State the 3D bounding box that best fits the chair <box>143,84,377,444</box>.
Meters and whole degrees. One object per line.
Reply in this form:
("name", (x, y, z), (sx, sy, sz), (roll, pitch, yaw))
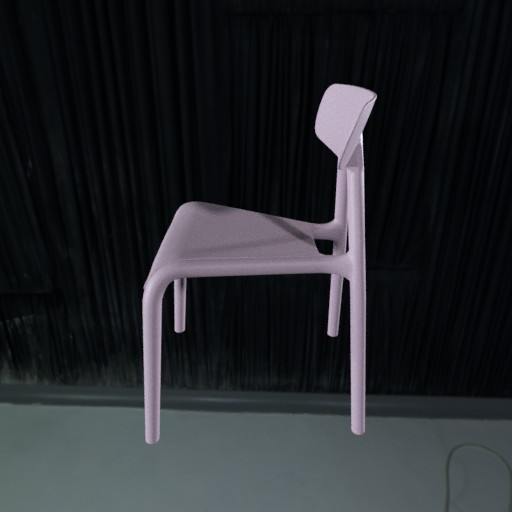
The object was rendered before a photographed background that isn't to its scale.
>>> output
("chair", (0.000, 0.000, 0.825), (0.401, 0.580, 0.356), (0, 26, 0))
